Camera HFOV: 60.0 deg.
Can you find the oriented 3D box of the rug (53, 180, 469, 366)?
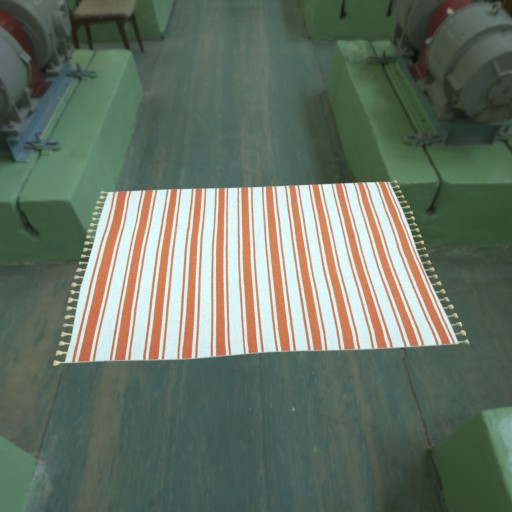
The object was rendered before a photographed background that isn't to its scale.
[{"bbox_3d":[0.000,0.000,3.071,2.433,0.022,1.556,-2,47,-2],"label":"rug"}]
